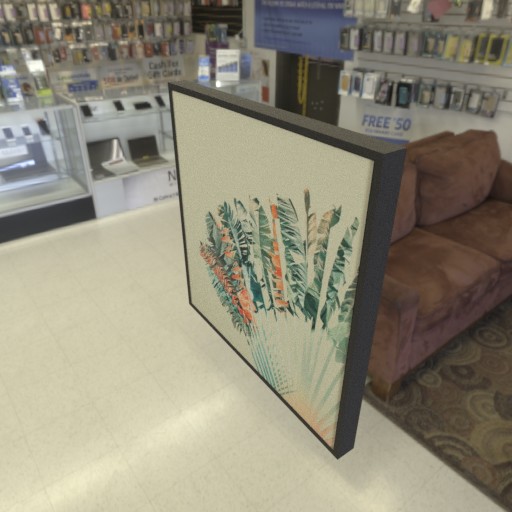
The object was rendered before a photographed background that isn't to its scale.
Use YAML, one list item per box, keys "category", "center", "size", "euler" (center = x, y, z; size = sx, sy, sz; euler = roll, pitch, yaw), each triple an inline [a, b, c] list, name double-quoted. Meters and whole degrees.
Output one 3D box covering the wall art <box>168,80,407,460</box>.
- category: "wall art"
  center: [0.000, 0.000, 0.774]
  size: [0.037, 0.507, 0.509]
  euler: [-20, 36, -30]
